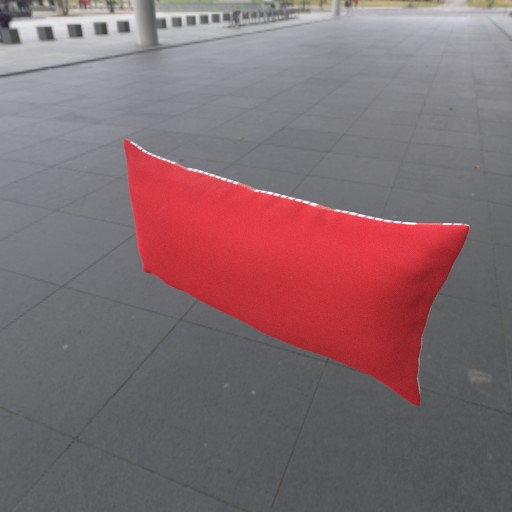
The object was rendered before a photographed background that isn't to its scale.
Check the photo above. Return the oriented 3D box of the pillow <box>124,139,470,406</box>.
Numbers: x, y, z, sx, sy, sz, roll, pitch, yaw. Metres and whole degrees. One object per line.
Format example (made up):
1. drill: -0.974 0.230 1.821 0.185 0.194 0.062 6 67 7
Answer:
1. pillow: 0.000 0.000 0.733 0.608 0.297 0.151 21 36 31
